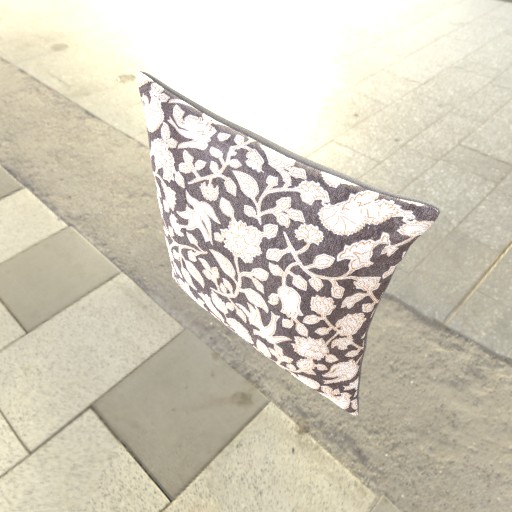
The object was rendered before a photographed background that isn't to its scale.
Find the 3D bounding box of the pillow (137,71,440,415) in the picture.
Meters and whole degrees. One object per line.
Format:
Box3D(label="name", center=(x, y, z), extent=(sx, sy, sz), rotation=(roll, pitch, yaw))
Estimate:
Box3D(label="pillow", center=(0.000, 0.000, 0.782), extent=(0.526, 0.507, 0.166), rotation=(33, 55, 27))
